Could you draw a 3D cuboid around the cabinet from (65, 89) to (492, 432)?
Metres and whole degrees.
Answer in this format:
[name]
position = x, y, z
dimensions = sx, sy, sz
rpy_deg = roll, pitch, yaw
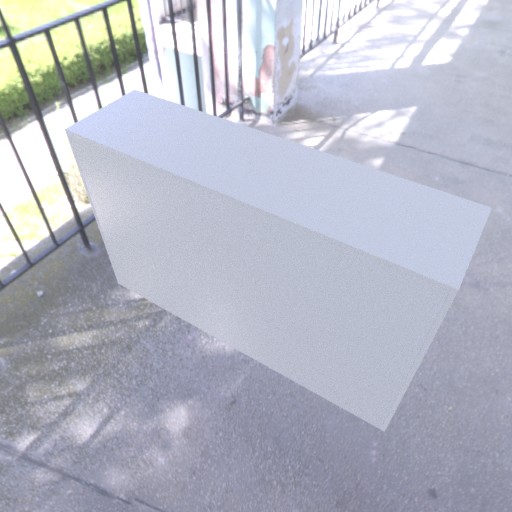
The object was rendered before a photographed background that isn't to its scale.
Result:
[cabinet]
position = 0.000, 0.000, 1.824
dimensions = 1.450, 0.900, 0.380
rpy_deg = 24, 51, 22
